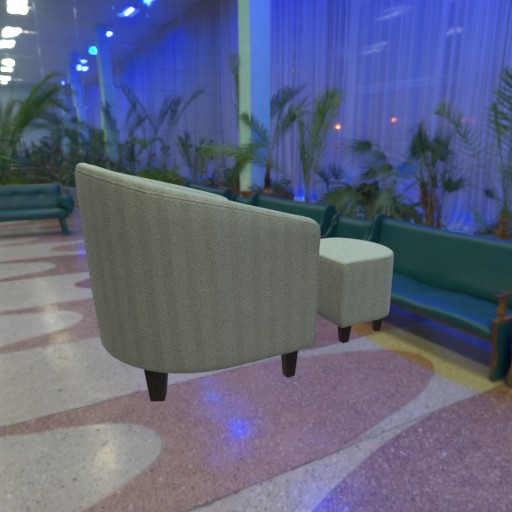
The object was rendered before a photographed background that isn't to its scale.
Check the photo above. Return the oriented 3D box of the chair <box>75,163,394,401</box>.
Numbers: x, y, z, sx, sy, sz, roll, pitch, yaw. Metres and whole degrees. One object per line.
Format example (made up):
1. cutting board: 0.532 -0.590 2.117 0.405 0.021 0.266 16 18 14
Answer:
1. chair: 0.000 0.000 1.775 1.288 0.757 0.756 -8 16 -27
